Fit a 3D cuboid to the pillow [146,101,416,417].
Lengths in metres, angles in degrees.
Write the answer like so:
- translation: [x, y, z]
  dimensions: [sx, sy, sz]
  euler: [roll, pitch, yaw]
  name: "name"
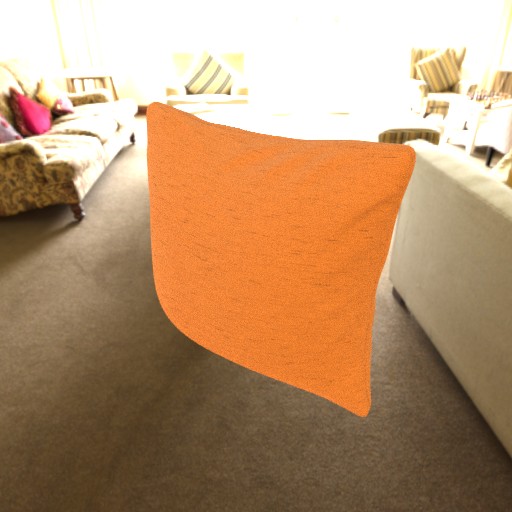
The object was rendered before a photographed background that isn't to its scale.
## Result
- translation: [0.000, 0.000, 0.687]
  dimensions: [0.432, 0.415, 0.246]
  euler: [21, 35, 32]
  name: "pillow"
